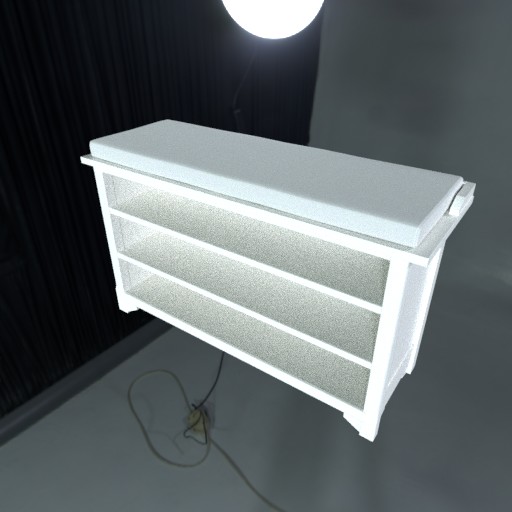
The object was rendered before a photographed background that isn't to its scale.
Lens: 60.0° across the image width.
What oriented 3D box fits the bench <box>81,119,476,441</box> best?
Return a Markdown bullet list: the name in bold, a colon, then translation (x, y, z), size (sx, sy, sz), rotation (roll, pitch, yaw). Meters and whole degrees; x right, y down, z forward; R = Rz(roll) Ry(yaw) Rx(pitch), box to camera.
- **bench**: translation (0.000, 0.000, 1.271), size (0.987, 0.589, 0.346), rotation (20, 36, 30)
